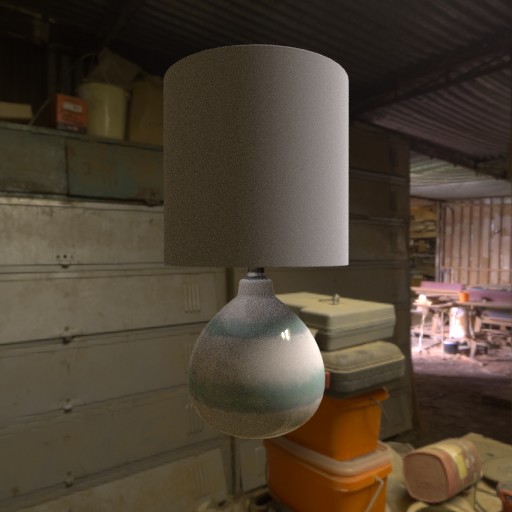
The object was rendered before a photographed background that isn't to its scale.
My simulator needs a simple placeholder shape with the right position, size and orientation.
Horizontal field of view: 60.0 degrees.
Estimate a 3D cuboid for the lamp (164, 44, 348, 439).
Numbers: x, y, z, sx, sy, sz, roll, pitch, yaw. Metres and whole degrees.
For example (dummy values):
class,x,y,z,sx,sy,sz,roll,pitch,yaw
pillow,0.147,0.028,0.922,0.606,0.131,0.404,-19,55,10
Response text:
class,x,y,z,sx,sy,sz,roll,pitch,yaw
lamp,0.000,0.000,0.531,0.217,0.404,0.217,0,0,-35
